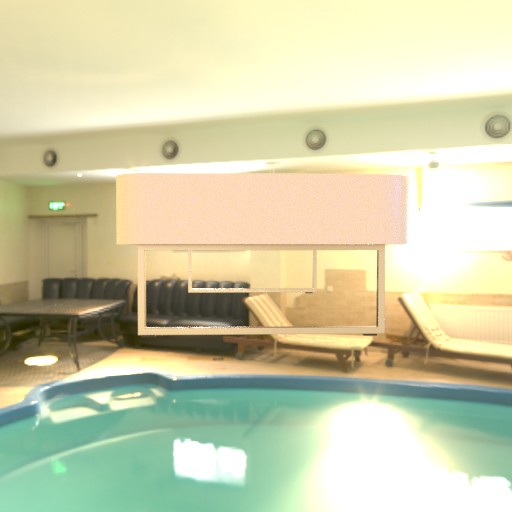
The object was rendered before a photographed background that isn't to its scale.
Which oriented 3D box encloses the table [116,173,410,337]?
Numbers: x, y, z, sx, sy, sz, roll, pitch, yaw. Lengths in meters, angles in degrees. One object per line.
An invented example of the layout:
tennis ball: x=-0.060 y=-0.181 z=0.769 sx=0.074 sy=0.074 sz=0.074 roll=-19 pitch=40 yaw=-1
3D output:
table: x=0.000 y=0.000 z=1.448 sx=0.600 sy=0.340 sz=1.200 roll=0 pitch=1 yaw=-2
